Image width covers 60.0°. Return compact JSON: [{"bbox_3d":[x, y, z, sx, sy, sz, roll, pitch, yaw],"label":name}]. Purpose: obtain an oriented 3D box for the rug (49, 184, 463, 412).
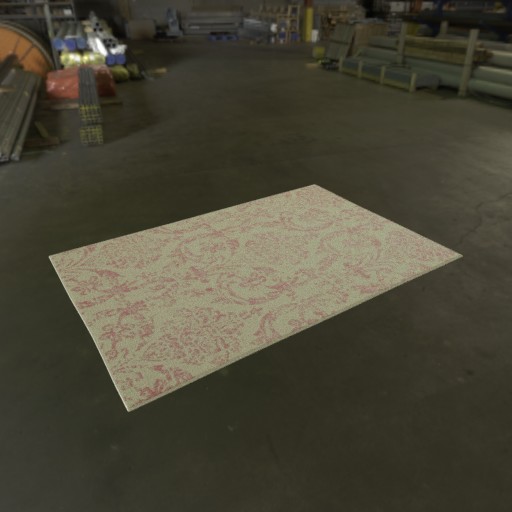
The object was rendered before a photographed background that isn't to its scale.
[{"bbox_3d":[0.000,0.000,2.360,1.839,0.012,1.219,-19,36,-28],"label":"rug"}]
